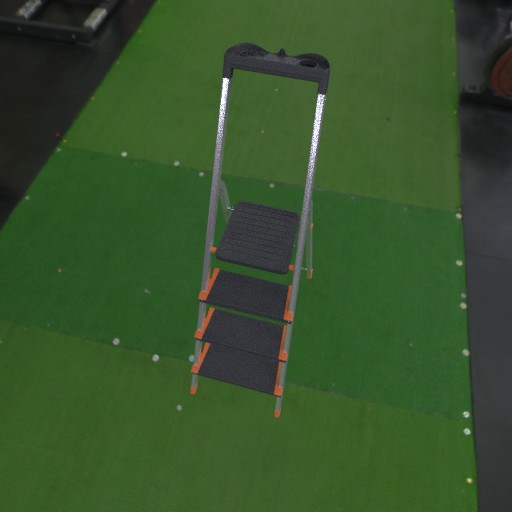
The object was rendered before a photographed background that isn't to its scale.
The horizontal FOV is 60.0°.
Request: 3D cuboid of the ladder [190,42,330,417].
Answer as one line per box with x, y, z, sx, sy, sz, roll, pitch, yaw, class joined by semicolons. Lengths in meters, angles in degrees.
0.000;0.000;1.775;0.452;1.429;0.834;13;58;8;ladder
